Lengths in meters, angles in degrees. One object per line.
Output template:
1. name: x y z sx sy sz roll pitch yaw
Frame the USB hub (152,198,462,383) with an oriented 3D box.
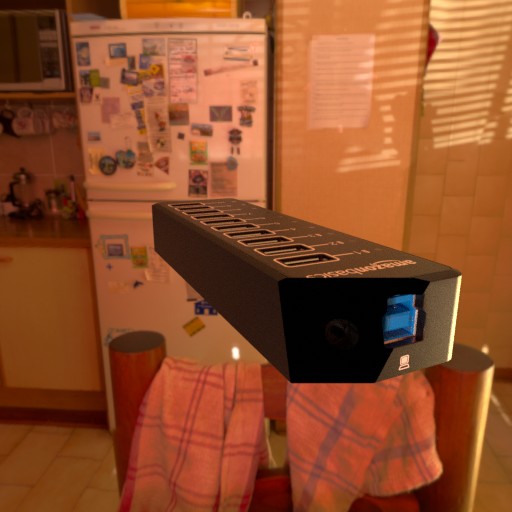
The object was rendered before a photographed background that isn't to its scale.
1. USB hub: 0.000 0.000 0.162 0.044 0.023 0.145 -7 17 -25
